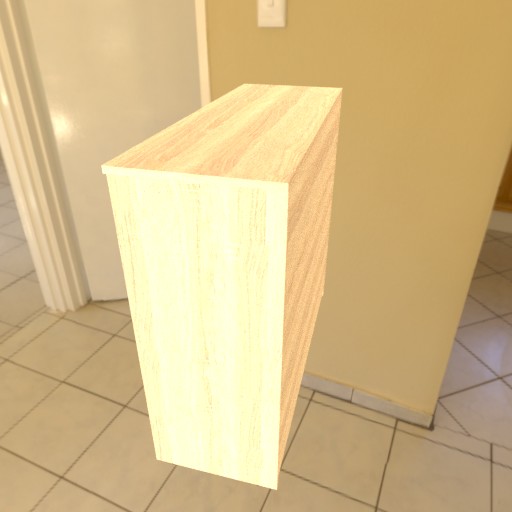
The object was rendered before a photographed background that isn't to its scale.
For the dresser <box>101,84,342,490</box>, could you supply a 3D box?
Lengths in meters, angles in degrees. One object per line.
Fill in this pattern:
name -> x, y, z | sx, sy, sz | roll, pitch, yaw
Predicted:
dresser -> 0.000, 0.000, 1.449 | 0.380, 0.900, 0.980 | 8, 31, 13
